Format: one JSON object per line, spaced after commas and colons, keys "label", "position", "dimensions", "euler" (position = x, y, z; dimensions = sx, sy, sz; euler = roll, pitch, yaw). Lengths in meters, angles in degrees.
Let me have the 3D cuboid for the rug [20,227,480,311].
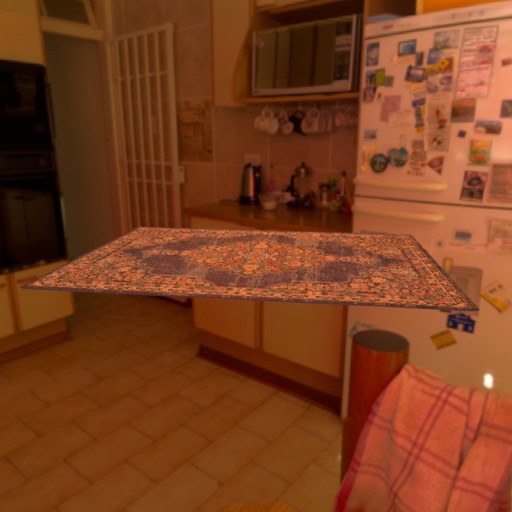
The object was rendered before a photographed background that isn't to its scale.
{"label": "rug", "position": [0.000, 0.000, 3.753], "dimensions": [2.940, 0.011, 2.053], "euler": [2, 16, 8]}
